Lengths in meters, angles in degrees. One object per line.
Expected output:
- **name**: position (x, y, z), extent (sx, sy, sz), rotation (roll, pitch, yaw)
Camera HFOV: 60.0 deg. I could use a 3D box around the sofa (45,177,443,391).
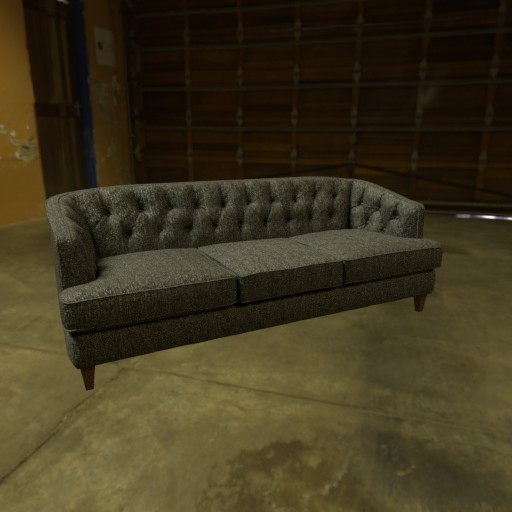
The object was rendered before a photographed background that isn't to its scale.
- **sofa**: position (0.000, 0.000, 2.723), extent (2.278, 0.855, 0.941), rotation (-7, 17, -26)
